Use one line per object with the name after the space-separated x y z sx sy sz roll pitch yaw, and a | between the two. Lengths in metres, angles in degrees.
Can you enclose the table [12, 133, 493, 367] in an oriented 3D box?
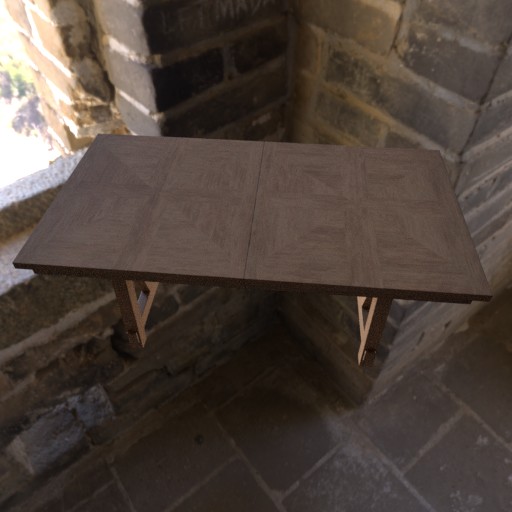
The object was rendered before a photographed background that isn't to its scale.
0.000 0.000 2.354 1.881 0.768 1.016 4 45 4 | table
